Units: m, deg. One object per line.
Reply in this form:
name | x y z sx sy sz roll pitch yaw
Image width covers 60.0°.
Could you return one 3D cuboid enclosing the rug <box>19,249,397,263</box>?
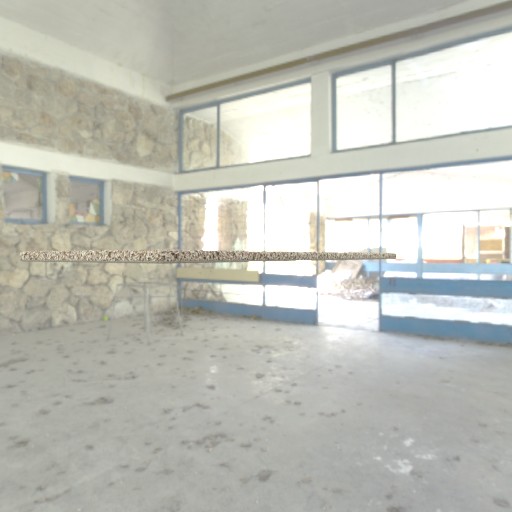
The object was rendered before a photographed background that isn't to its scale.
rug | 0.000 0.000 1.726 0.609 0.030 1.524 0 0 36
